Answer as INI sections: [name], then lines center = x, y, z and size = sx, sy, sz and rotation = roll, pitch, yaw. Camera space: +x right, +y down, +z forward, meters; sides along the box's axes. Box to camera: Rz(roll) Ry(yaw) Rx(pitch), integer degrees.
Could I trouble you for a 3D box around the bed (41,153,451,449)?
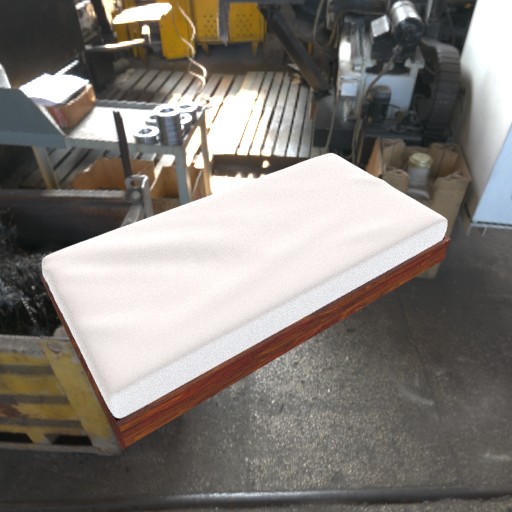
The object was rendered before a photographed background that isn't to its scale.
[bed]
center = 0.000, 0.000, 2.231
size = 1.860, 0.312, 0.940
rotation = -24, 46, -26
